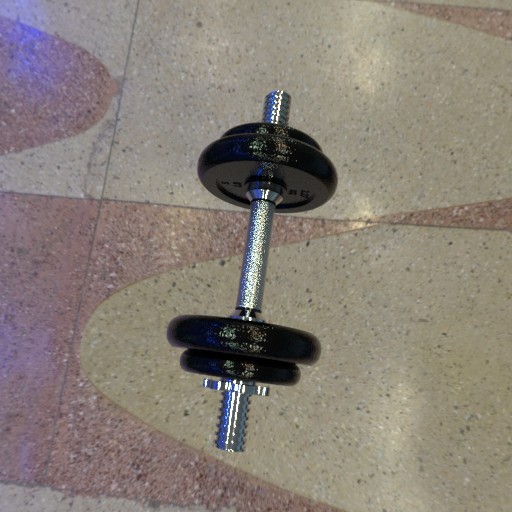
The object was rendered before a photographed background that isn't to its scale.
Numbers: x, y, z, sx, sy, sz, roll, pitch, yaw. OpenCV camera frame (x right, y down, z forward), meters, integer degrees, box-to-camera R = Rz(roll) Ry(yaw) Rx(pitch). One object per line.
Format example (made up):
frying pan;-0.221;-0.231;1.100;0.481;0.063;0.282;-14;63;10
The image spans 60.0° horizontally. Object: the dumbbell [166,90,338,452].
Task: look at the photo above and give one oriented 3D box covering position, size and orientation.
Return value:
dumbbell;0.000;0.000;0.609;0.202;0.202;0.497;7;76;2
